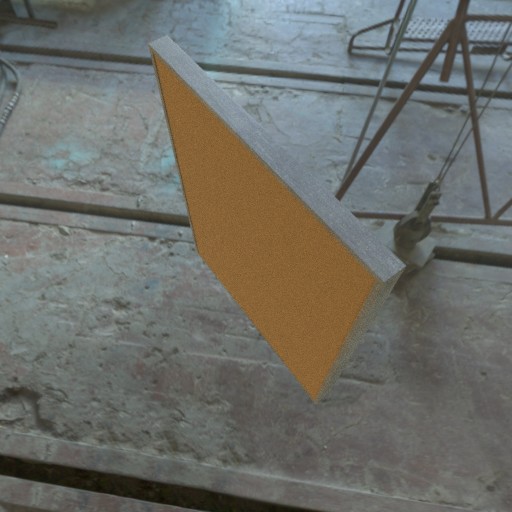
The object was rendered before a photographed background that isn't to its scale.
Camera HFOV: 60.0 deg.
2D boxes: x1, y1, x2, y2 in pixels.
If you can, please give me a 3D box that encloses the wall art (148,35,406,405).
[{"bbox_3d":[0.000,0.000,0.707,0.032,0.521,0.421,-33,65,-17],"label":"wall art"}]
